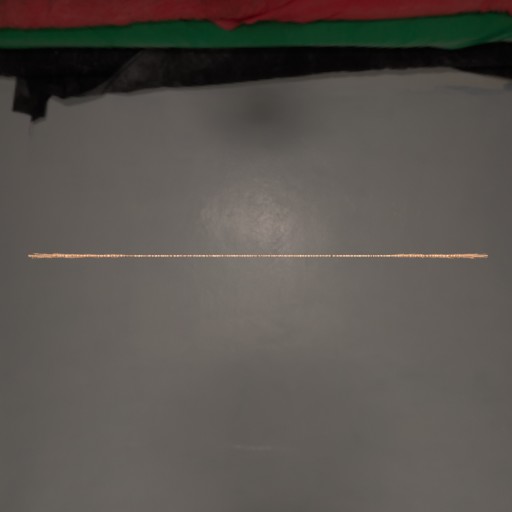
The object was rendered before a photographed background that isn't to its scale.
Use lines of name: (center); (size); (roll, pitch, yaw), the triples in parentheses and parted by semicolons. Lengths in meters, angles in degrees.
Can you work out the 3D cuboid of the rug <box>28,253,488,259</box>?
rug: (0.000, 0.000, 2.577); (2.085, 0.027, 1.224); (0, 0, 1)
